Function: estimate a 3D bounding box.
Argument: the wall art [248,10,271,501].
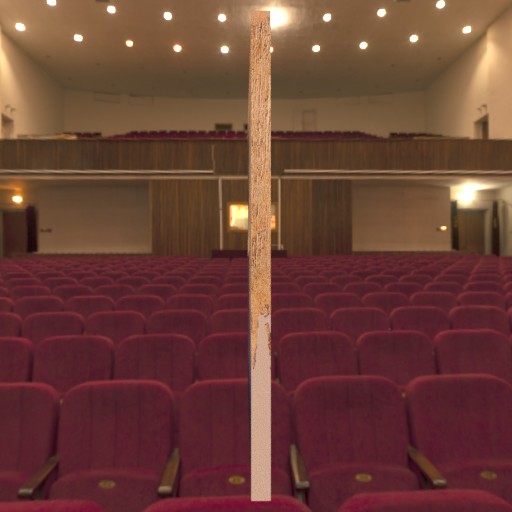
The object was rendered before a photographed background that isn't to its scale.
[{"bbox_3d":[0.000,0.000,0.783,0.026,0.613,0.458,0,0,-2],"label":"wall art"}]
